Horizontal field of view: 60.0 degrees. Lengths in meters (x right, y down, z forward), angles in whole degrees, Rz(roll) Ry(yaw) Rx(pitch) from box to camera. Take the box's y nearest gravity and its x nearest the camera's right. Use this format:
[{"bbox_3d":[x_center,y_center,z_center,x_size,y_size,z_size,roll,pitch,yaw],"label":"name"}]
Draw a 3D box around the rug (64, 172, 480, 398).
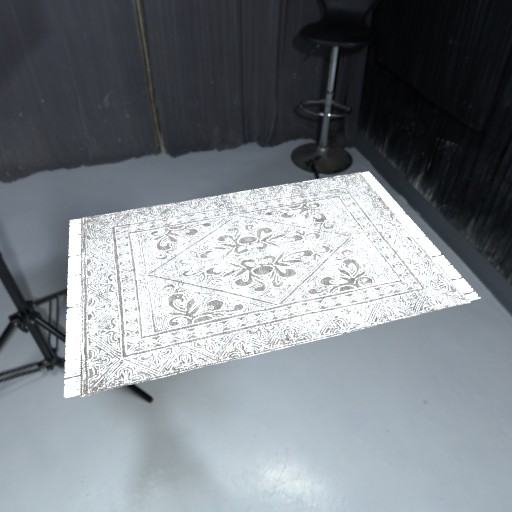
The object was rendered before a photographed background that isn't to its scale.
[{"bbox_3d":[0.000,0.000,3.004,2.440,0.010,1.529,-11,44,-12],"label":"rug"}]
